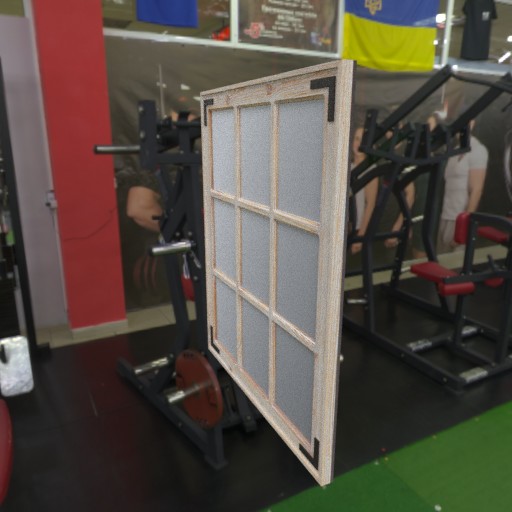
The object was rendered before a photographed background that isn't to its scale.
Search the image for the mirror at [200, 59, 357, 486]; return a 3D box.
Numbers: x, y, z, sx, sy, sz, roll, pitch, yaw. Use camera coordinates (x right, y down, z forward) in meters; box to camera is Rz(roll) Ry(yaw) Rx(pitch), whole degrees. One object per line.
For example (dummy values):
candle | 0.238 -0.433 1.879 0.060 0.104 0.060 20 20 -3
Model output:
mirror | 0.000 0.000 1.194 0.032 0.882 0.730 -7 17 -25
